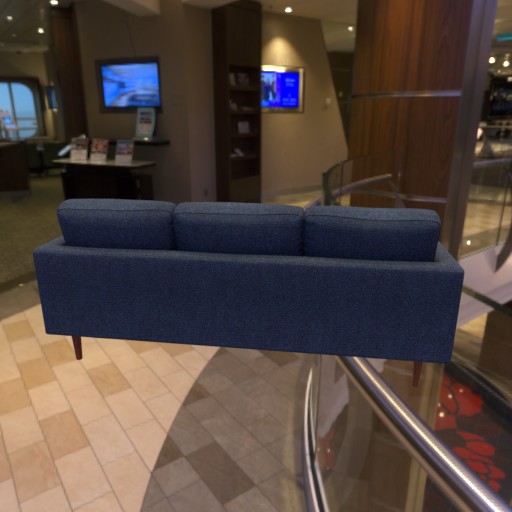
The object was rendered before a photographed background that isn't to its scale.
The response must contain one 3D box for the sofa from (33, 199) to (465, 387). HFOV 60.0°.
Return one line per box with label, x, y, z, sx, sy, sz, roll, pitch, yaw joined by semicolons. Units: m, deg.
sofa;0.000;0.000;3.000;2.233;0.956;1.504;3;18;8
